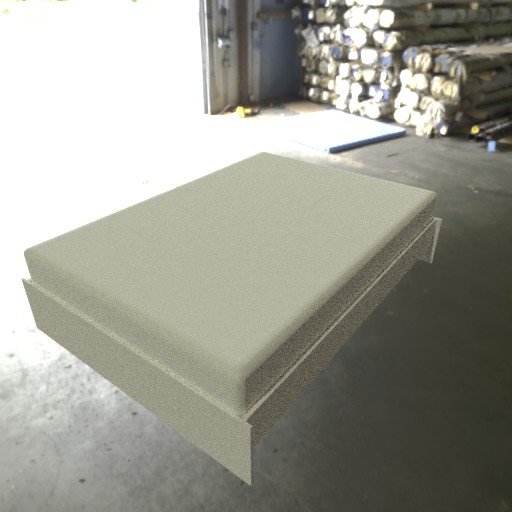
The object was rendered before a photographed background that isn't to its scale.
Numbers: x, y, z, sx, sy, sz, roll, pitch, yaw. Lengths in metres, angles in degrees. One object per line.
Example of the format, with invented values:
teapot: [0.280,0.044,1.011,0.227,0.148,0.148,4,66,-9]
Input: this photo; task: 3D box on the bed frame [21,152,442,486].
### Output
bed frame: [0.000,0.000,2.518,1.445,0.497,1.945,21,37,31]
